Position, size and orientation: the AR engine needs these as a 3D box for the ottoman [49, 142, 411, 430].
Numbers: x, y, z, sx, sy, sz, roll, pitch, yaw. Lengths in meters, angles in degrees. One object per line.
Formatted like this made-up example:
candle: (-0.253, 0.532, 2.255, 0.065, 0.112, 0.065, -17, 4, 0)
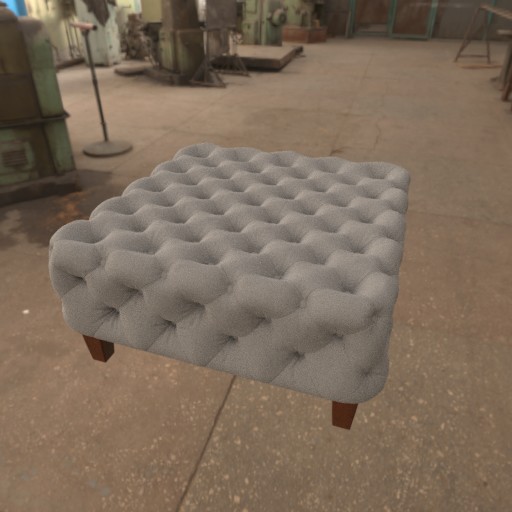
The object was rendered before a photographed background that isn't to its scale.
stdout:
ottoman: (0.000, 0.000, 1.456, 0.911, 0.439, 0.917, 10, 34, 16)
